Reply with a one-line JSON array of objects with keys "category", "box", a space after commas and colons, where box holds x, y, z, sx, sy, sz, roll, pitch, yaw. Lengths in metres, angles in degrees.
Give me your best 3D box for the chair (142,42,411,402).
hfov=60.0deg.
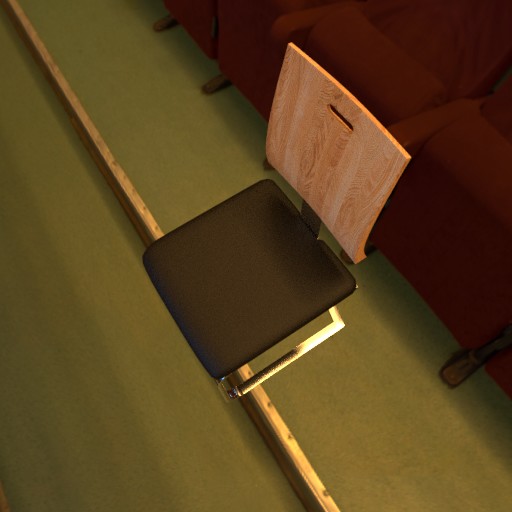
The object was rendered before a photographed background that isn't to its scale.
[{"category": "chair", "box": [0.000, 0.000, 1.242, 0.560, 0.936, 0.462, -30, 67, -15]}]
